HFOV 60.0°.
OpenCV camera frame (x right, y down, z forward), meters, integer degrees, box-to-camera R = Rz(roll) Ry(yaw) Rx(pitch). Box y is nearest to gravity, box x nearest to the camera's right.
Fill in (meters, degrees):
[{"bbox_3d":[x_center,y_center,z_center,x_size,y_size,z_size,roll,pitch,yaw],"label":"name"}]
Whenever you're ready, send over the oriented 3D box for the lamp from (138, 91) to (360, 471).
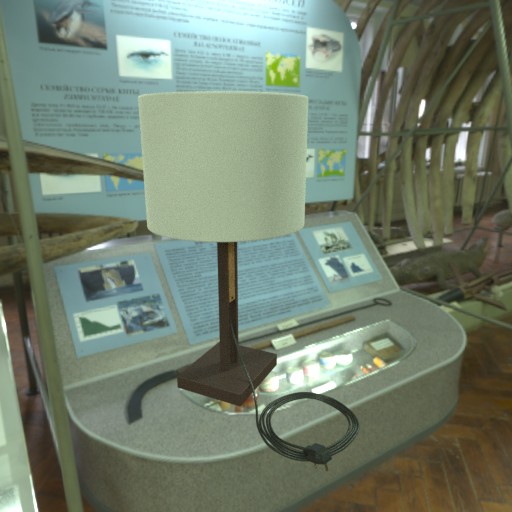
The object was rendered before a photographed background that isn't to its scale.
[{"bbox_3d":[0.000,0.000,0.981,0.525,0.668,0.396,8,18,25],"label":"lamp"}]
